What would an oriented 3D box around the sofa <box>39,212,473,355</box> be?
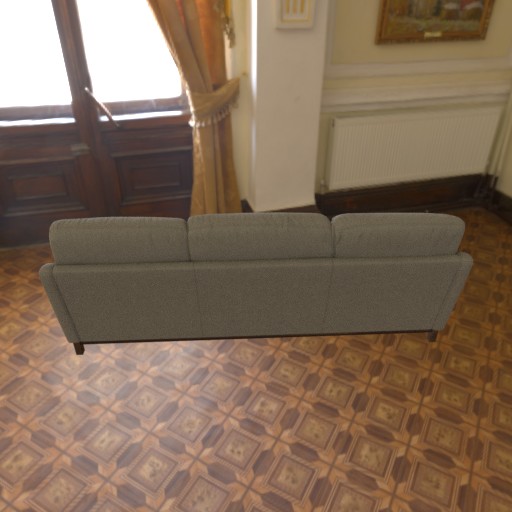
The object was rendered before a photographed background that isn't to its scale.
[{"bbox_3d":[0.000,0.000,2.880,2.344,0.926,0.987,-2,32,-2],"label":"sofa"}]
